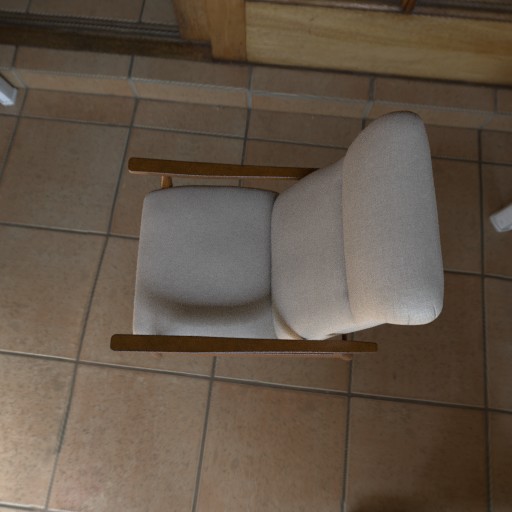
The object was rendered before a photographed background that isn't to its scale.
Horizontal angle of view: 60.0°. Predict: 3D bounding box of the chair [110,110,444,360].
[{"bbox_3d":[0.000,0.000,1.750,1.030,1.082,0.762,1,74,0],"label":"chair"}]
